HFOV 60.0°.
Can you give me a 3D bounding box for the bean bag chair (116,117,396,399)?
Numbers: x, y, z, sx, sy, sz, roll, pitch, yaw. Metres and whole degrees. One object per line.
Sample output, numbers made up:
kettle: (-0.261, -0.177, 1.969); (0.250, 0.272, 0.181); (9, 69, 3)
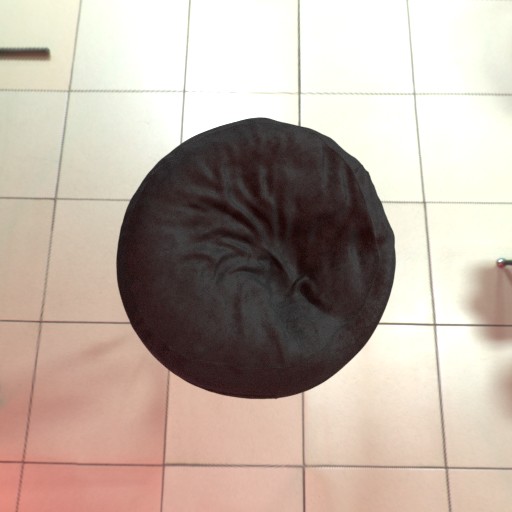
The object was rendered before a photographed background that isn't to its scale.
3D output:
bean bag chair: (0.000, 0.000, 2.438); (1.525, 0.751, 1.525); (0, 76, 0)
